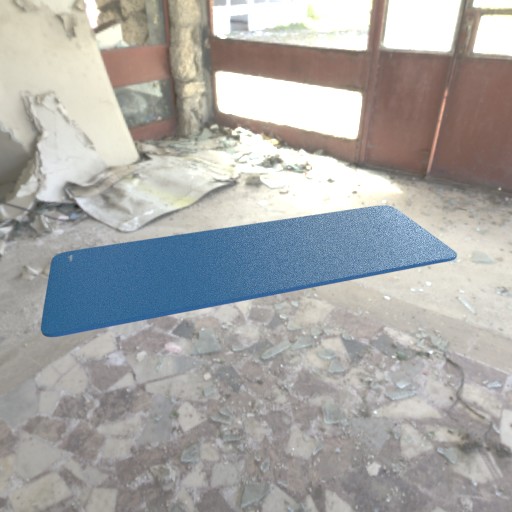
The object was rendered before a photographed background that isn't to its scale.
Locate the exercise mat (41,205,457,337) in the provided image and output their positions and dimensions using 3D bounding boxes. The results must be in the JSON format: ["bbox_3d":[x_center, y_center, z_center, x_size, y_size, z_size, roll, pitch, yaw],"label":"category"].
[{"bbox_3d":[0.000,0.000,2.121,1.869,0.021,0.616,-9,33,-15],"label":"exercise mat"}]
